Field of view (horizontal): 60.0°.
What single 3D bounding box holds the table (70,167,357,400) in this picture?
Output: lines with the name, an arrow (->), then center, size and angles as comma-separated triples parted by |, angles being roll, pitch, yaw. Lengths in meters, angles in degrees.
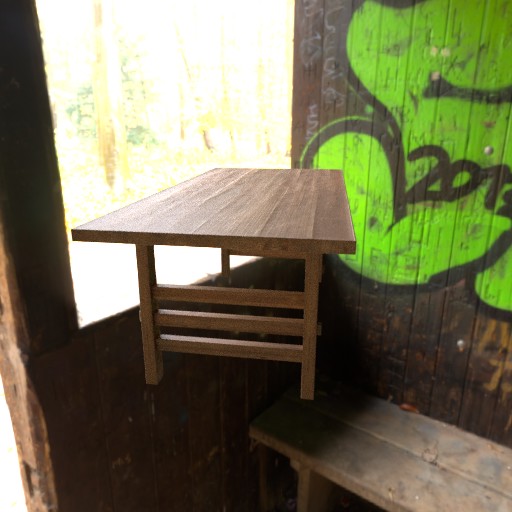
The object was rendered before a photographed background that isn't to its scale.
table -> 0.000, 0.000, 2.487 | 0.952, 0.760, 2.003 | 3, 17, 9
